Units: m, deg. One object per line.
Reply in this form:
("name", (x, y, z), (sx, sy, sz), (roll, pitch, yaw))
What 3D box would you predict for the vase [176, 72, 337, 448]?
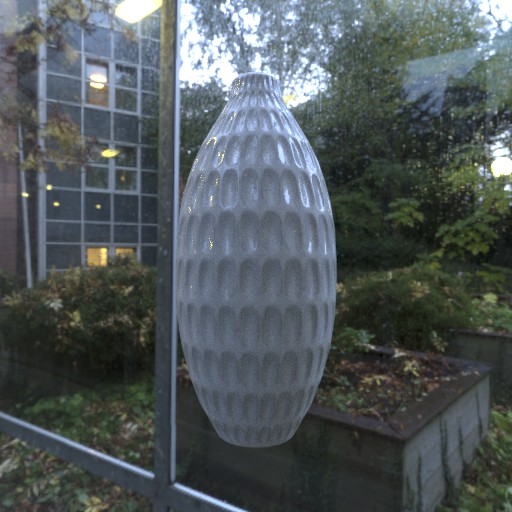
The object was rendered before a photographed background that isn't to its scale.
("vase", (0.000, 0.000, 0.355), (0.127, 0.282, 0.127), (0, 0, 0))
